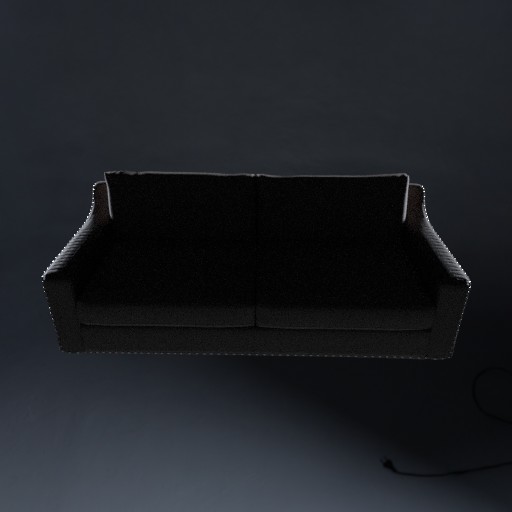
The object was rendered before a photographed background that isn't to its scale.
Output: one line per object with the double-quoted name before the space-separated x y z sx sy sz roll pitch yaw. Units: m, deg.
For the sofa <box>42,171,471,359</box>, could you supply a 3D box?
"sofa" 0.000 0.000 2.706 2.208 0.857 1.000 1 30 1
